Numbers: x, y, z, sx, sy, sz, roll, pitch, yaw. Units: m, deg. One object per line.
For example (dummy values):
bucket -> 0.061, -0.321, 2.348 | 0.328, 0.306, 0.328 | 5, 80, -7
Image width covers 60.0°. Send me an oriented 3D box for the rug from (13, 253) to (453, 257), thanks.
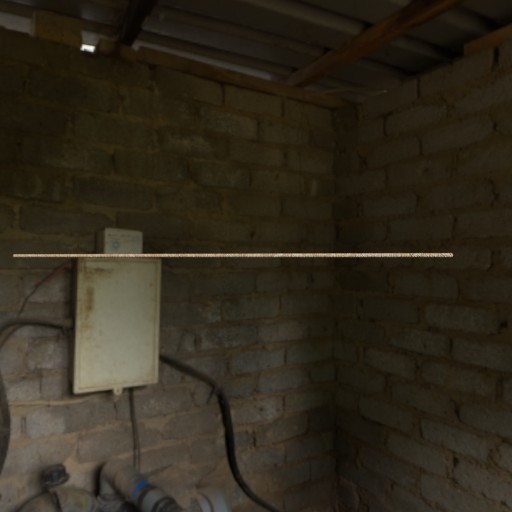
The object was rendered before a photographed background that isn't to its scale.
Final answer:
rug -> 0.000, 0.000, 3.985 | 3.039, 0.019, 2.420 | 0, 0, 19
